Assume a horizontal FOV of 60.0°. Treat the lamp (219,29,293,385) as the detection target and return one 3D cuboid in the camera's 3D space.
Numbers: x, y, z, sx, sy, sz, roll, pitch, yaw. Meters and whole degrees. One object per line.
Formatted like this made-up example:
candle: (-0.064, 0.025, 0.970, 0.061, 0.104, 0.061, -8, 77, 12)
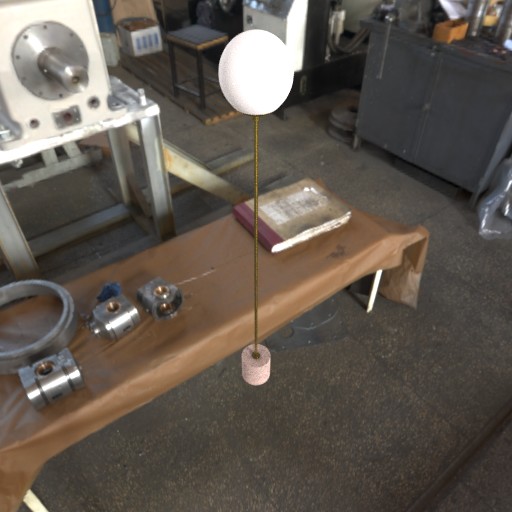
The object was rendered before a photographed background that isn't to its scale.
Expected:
lamp: (0.000, 0.000, 1.863, 0.229, 1.748, 0.229, 13, 44, 14)
